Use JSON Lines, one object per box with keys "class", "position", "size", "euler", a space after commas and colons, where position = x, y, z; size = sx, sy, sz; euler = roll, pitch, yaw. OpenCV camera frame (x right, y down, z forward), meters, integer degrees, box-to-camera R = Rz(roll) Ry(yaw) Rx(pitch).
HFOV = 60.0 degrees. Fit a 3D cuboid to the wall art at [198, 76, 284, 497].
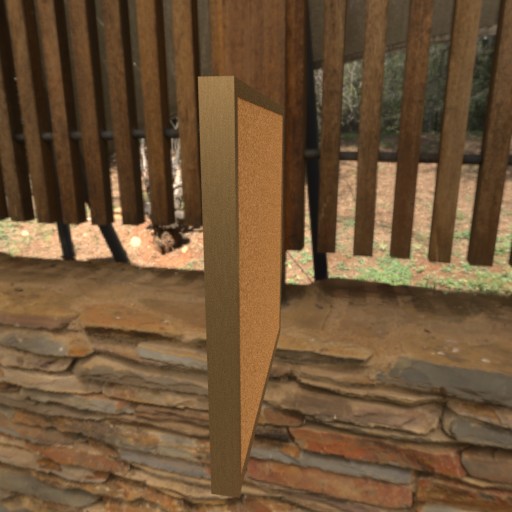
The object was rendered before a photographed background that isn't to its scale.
{"class": "wall art", "position": [0.000, 0.000, 0.752], "size": [0.037, 0.509, 0.510], "euler": [2, 15, 9]}
